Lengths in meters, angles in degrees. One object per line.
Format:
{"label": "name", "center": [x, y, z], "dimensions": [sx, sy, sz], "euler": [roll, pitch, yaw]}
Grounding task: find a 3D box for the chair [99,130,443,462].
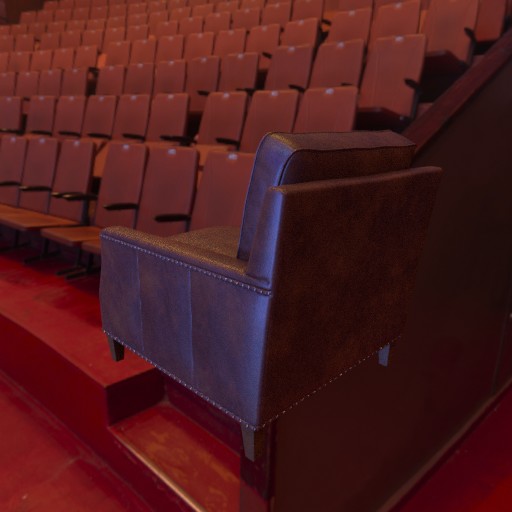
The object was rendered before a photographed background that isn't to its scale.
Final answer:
{"label": "chair", "center": [0.000, 0.000, 1.698], "dimensions": [0.853, 0.929, 1.014], "euler": [-15, 22, -43]}
